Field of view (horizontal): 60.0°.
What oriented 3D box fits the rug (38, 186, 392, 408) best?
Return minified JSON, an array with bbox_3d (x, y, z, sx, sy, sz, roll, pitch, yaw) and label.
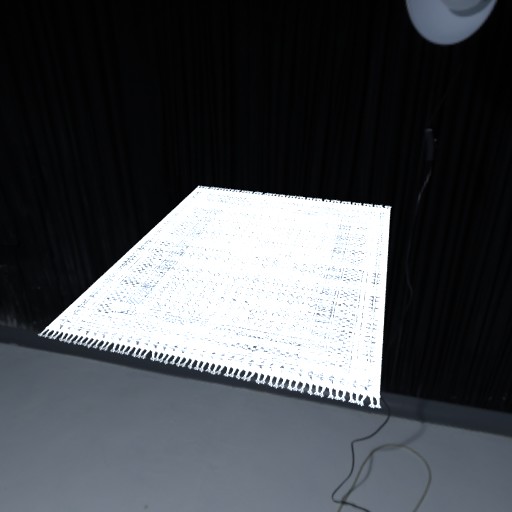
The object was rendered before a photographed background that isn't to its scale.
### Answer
[{"bbox_3d":[0.000,0.000,3.992,2.312,0.013,2.940,8,31,14],"label":"rug"}]
